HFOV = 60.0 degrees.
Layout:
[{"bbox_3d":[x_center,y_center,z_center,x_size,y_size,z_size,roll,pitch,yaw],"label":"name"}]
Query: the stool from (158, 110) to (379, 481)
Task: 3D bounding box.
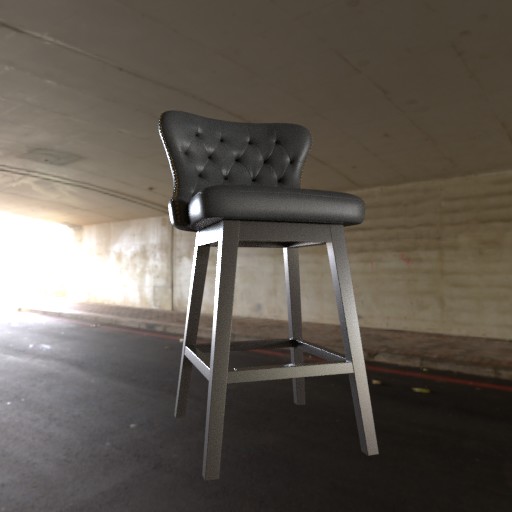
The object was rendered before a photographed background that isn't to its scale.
[{"bbox_3d":[0.000,0.000,1.297,0.528,0.971,0.593,1,-2,-19],"label":"stool"}]
